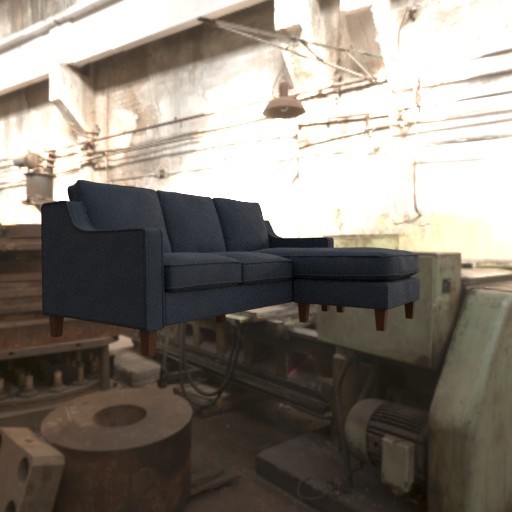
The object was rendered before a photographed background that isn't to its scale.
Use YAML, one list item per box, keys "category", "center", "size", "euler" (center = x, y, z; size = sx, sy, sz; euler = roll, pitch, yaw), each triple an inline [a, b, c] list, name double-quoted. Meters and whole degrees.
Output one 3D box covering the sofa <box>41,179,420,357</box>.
- category: "sofa"
  center: [0.000, 0.000, 3.341]
  size: [1.858, 1.066, 2.317]
  euler: [1, 1, 35]
